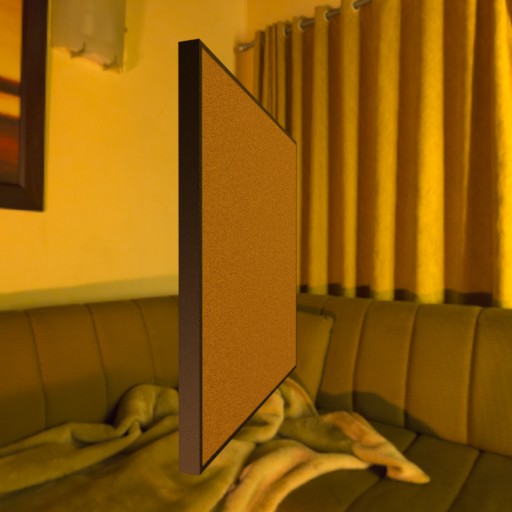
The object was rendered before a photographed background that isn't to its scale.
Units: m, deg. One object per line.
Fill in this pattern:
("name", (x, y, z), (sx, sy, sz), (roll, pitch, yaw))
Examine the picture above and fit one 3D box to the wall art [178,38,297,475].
("wall art", (0.000, 0.000, 0.766), (0.028, 0.511, 0.513), (0, 1, 18))
